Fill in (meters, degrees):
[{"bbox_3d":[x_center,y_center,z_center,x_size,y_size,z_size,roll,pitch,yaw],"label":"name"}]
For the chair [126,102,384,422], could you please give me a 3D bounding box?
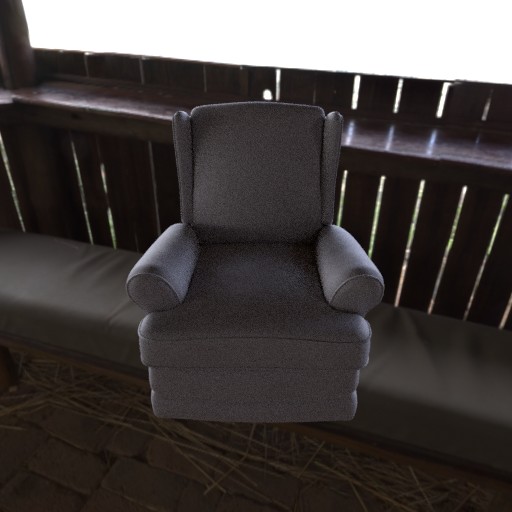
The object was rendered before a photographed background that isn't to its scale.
[{"bbox_3d":[0.000,0.000,1.743,0.847,1.011,0.969,0,31,1],"label":"chair"}]
